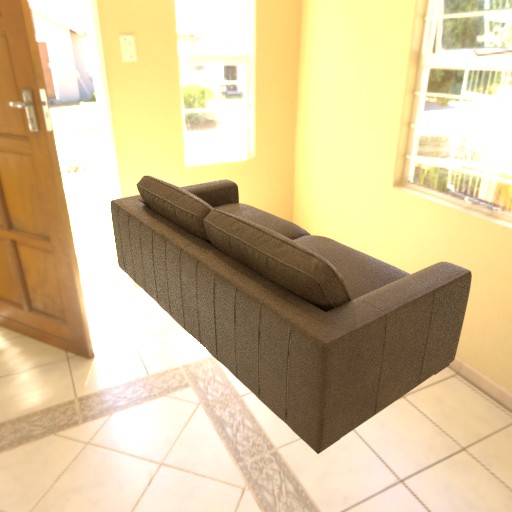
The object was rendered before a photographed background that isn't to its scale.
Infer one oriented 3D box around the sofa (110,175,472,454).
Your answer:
[{"bbox_3d":[0.000,0.000,2.804,1.070,0.801,2.262,-17,30,-33],"label":"sofa"}]
